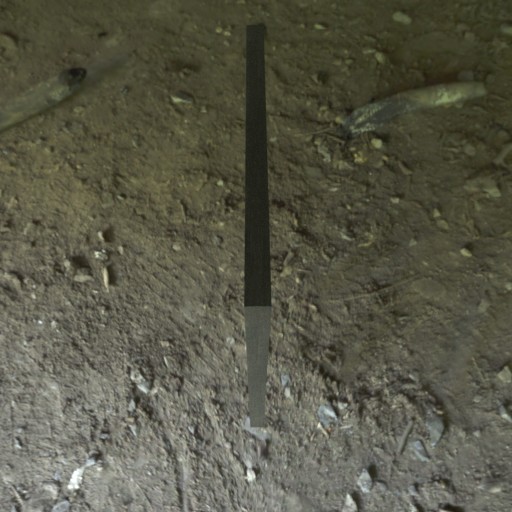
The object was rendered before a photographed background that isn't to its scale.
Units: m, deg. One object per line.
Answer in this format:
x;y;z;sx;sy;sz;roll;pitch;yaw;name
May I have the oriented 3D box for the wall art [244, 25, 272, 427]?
0.000;0.000;0.804;0.027;0.580;0.479;0;58;0;wall art
